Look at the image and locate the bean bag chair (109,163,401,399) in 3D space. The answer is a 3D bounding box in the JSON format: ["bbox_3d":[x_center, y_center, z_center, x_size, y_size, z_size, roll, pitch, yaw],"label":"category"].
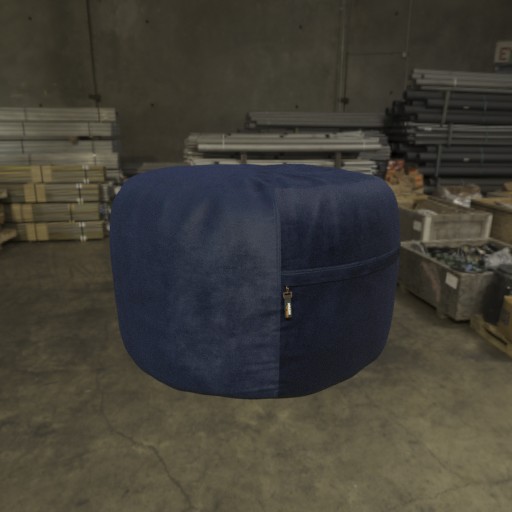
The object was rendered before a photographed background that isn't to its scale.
[{"bbox_3d":[0.000,0.000,1.959,1.219,0.762,1.219,0,16,0],"label":"bean bag chair"}]
